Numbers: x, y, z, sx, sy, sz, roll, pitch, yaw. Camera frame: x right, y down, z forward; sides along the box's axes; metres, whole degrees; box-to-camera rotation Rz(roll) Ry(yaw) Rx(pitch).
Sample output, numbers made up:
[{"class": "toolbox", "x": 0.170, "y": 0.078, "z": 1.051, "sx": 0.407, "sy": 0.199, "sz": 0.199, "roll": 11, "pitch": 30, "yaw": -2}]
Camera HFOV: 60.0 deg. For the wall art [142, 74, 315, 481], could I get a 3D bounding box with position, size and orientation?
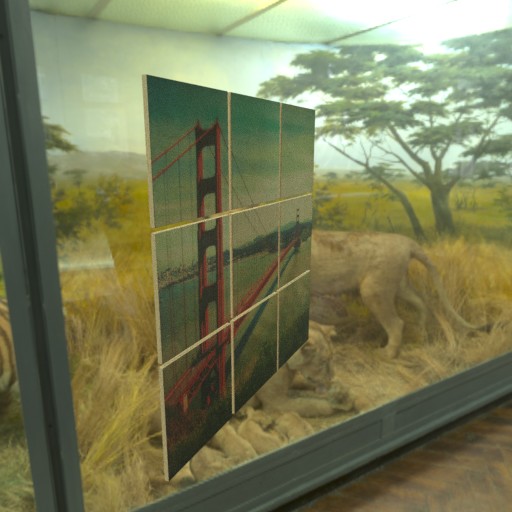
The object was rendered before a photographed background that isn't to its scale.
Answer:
[{"class": "wall art", "x": 0.000, "y": 0.000, "z": 1.787, "sx": 0.016, "sy": 1.207, "sz": 1.217, "roll": 7, "pitch": 15, "yaw": 27}]
